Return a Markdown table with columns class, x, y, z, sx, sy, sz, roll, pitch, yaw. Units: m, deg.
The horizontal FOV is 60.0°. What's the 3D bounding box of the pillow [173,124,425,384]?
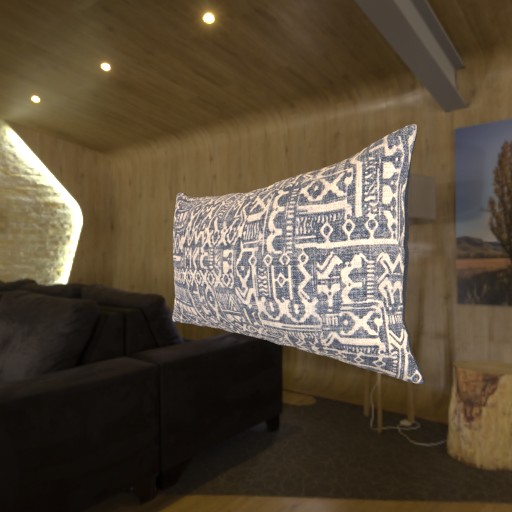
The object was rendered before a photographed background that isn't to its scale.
| class | x | y | z | sx | sy | sz | roll | pitch | yaw |
| --- | --- | --- | --- | --- | --- | --- | --- | --- | --- |
| pillow | 0.000 | 0.000 | 0.746 | 0.148 | 0.292 | 0.631 | 1 | -1 | -36 |
